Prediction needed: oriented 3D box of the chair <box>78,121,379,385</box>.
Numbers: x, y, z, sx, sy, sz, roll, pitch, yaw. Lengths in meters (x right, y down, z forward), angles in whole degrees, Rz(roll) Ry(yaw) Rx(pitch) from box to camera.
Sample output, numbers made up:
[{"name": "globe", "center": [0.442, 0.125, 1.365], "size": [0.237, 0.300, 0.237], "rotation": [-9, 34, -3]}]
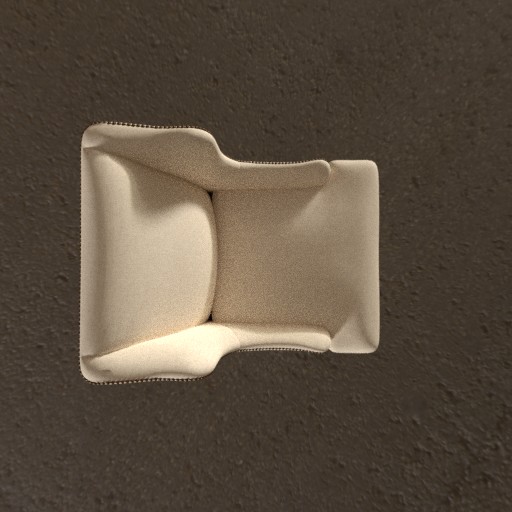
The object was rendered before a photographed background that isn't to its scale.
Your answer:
[{"name": "chair", "center": [0.000, 0.000, 1.638], "size": [0.940, 1.029, 0.737], "rotation": [0, 89, -1]}]
